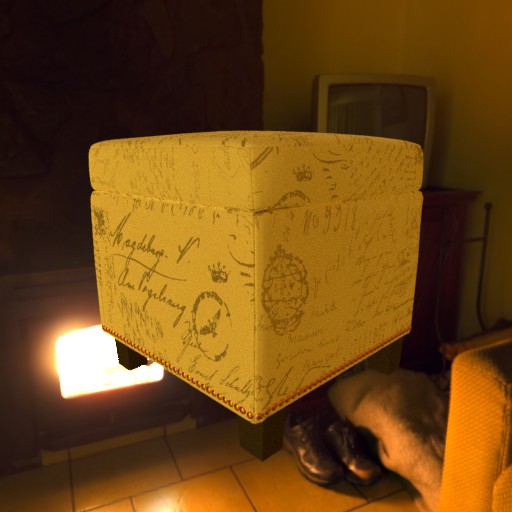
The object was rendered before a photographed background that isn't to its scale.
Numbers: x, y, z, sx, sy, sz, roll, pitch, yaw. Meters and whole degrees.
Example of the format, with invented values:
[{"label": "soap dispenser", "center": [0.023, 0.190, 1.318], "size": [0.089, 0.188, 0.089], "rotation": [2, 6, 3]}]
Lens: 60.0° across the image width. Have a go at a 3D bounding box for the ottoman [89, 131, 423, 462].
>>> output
[{"label": "ottoman", "center": [0.000, 0.000, 0.848], "size": [0.449, 0.457, 0.450], "rotation": [-13, 19, -43]}]
